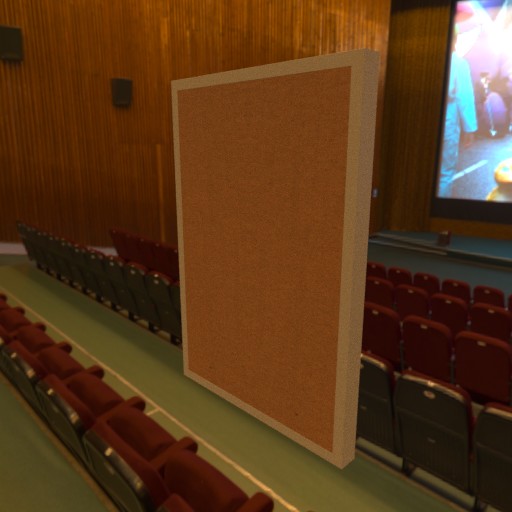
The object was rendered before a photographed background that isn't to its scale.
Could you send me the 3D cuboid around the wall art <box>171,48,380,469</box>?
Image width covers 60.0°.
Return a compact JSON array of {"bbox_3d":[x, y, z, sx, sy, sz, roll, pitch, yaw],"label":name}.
[{"bbox_3d":[0.000,0.000,0.545,0.025,0.428,0.293,-14,20,-43],"label":"wall art"}]
